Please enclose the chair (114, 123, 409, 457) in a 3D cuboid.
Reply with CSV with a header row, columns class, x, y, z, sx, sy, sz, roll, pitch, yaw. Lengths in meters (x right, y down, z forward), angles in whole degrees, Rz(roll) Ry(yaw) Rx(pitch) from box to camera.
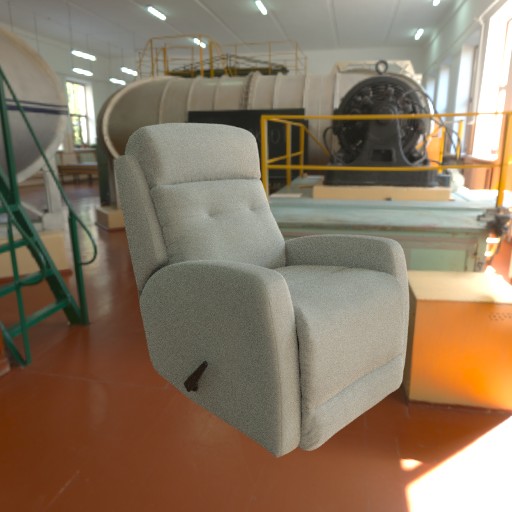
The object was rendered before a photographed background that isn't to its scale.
class,x,y,z,sx,sy,sz,roll,pitch,yaw
chair,0.000,0.000,1.723,0.798,1.013,1.043,-13,19,-41
